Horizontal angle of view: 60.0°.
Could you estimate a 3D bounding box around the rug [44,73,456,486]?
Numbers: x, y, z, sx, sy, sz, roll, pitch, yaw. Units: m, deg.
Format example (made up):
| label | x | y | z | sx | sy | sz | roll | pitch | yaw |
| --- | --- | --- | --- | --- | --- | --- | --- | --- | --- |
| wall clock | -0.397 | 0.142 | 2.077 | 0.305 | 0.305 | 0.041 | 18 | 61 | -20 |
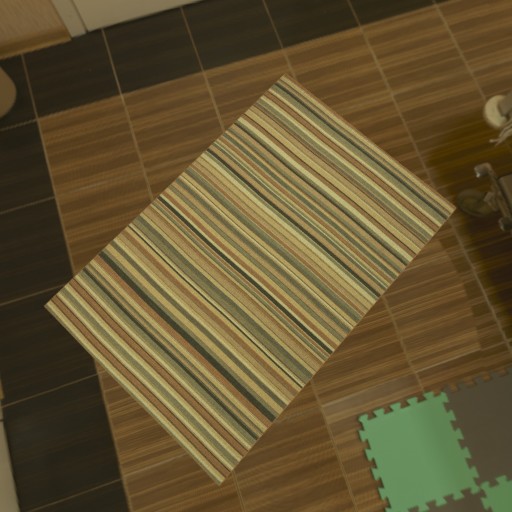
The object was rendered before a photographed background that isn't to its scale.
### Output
| label | x | y | z | sx | sy | sz | roll | pitch | yaw |
| --- | --- | --- | --- | --- | --- | --- | --- | --- | --- |
| rug | 0.000 | 0.000 | 2.289 | 1.219 | 0.008 | 1.829 | 42 | 80 | 9 |
